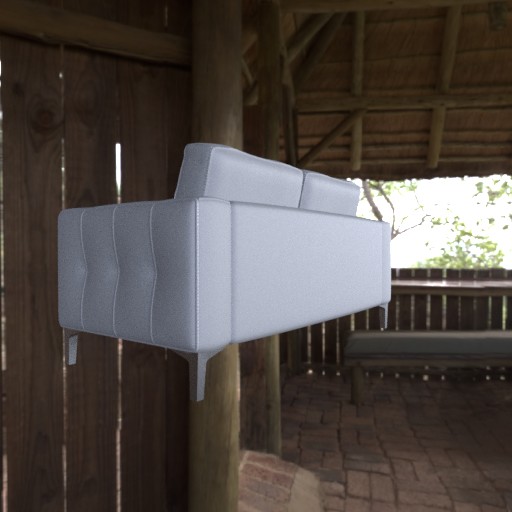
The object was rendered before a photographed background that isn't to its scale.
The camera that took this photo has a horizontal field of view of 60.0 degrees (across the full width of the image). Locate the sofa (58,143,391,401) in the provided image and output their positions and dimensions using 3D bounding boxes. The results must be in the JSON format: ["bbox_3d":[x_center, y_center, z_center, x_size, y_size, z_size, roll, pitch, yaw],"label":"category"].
[{"bbox_3d":[0.000,0.000,2.279,0.833,0.892,1.726,1,1,37],"label":"sofa"}]
